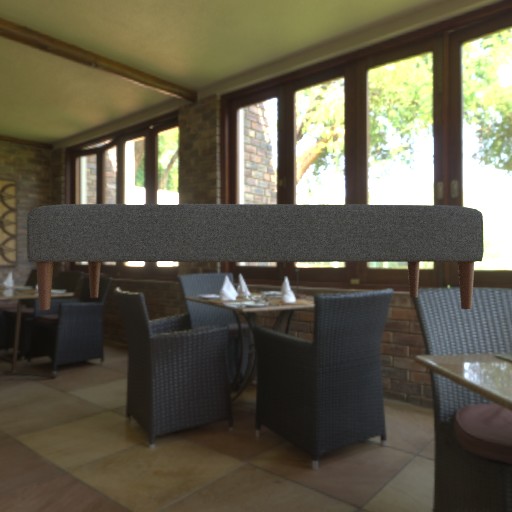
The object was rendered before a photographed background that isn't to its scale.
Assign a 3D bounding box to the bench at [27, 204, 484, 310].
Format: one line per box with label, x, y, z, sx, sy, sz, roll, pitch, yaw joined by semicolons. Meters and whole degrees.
bench;0.000;0.000;1.832;1.598;0.384;0.631;0;-1;-1
